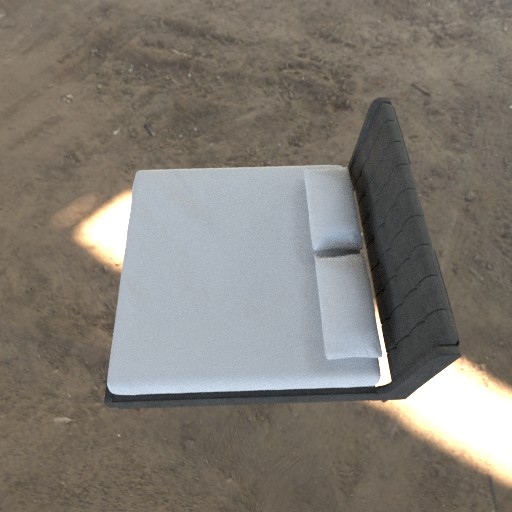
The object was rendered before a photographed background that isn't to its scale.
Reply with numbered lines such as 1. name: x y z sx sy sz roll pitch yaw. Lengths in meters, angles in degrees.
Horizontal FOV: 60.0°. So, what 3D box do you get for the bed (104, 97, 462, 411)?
1. bed: 0.000 0.000 2.553 1.638 0.933 1.531 -2 59 -1
